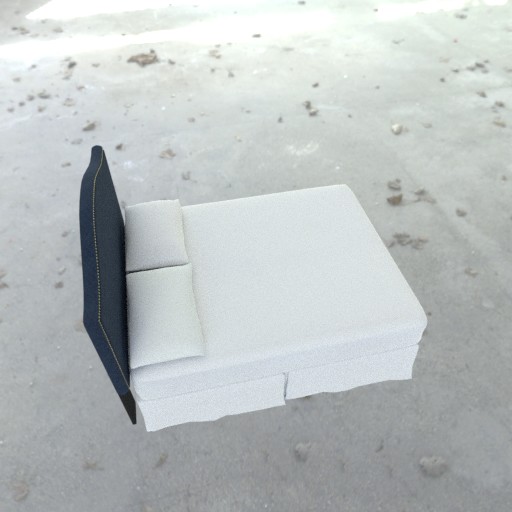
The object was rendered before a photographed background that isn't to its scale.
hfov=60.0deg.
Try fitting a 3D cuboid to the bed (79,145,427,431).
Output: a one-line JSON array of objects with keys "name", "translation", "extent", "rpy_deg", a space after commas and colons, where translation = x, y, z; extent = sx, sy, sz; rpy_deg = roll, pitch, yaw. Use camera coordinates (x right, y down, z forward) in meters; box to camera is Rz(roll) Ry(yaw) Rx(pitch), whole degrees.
[{"name": "bed", "translation": [0.000, 0.000, 3.300], "extent": [2.153, 1.518, 1.725], "rpy_deg": [-9, 47, -9]}]
